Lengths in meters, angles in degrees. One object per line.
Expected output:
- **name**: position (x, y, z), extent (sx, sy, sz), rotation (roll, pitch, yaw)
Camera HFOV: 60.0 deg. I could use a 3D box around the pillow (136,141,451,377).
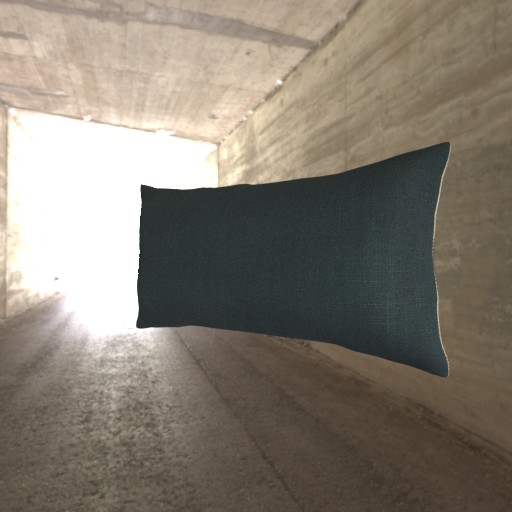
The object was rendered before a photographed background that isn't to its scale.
- **pillow**: position (0.000, 0.000, 0.736), extent (0.609, 0.305, 0.151), rotation (-1, -1, 37)
